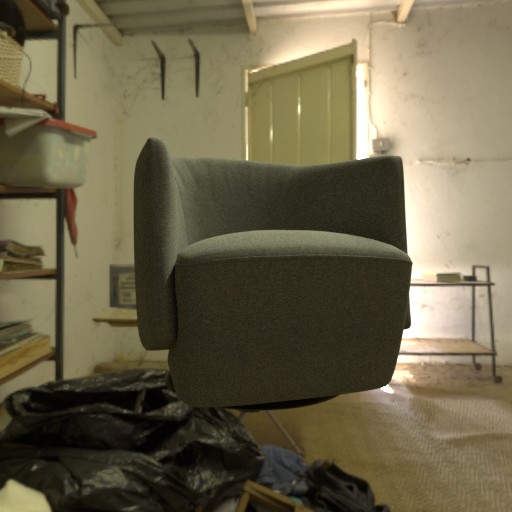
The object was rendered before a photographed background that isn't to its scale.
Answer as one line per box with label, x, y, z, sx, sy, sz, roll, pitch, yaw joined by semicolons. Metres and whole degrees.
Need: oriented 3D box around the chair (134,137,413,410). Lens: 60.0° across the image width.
chair;0.000;0.000;1.566;0.822;0.861;0.986;0;1;-18
